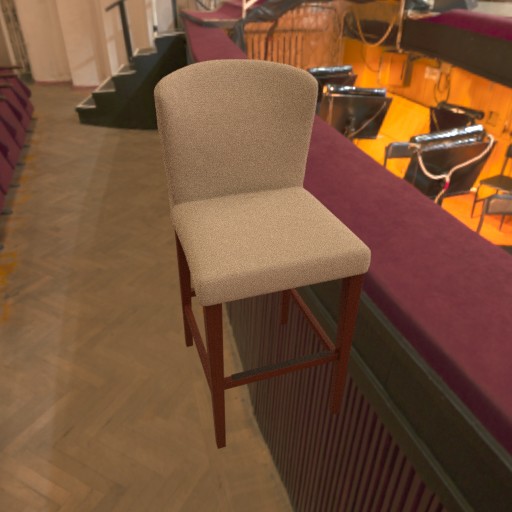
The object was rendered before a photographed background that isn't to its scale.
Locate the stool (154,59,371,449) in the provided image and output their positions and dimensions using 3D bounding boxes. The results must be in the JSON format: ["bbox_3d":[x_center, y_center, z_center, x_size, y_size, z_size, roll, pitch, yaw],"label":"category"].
[{"bbox_3d":[0.000,0.000,1.394,0.481,1.069,0.568,-10,34,-16],"label":"stool"}]
